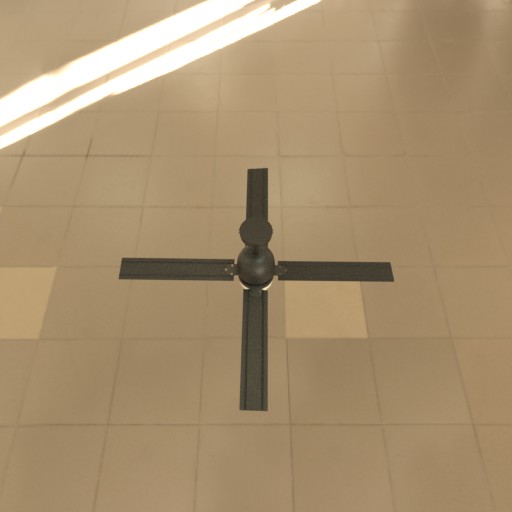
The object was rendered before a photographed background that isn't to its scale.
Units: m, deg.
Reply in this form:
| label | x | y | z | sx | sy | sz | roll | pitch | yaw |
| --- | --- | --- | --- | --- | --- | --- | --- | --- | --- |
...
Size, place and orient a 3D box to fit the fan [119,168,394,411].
| label | x | y | z | sx | sy | sz | roll | pitch | yaw |
| --- | --- | --- | --- | --- | --- | --- | --- | --- | --- |
| fan | 0.000 | 0.000 | 2.036 | 1.319 | 0.410 | 1.319 | -1 | 58 | 0 |
